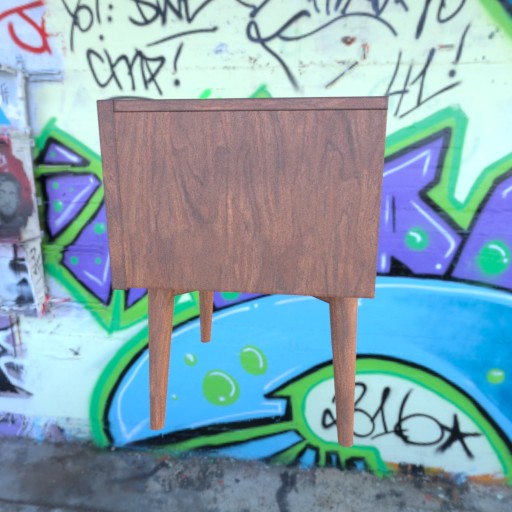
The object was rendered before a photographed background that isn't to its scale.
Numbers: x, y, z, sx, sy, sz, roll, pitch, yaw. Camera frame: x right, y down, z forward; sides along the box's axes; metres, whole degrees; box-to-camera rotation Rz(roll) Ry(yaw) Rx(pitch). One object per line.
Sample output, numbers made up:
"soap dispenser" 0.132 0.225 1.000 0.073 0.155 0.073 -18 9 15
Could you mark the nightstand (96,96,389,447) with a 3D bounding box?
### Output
"nightstand" 0.000 0.000 0.971 0.445 0.607 0.521 2 14 8
